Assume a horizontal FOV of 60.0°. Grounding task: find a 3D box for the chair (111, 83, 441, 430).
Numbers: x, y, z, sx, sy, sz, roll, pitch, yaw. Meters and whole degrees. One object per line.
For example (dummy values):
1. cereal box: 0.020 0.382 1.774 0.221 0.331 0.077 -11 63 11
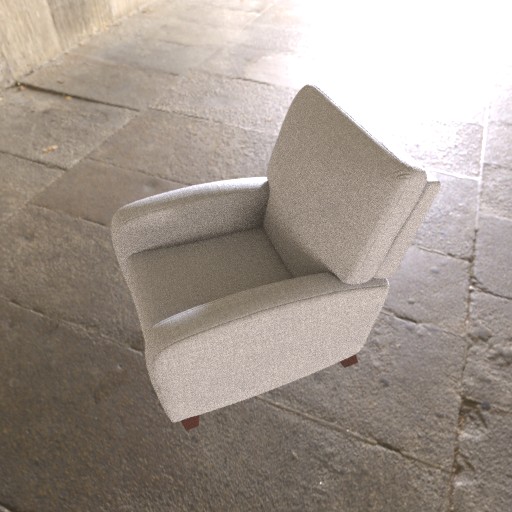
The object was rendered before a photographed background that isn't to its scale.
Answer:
1. chair: 0.000 0.000 1.695 0.990 0.990 0.762 -17 48 -16
